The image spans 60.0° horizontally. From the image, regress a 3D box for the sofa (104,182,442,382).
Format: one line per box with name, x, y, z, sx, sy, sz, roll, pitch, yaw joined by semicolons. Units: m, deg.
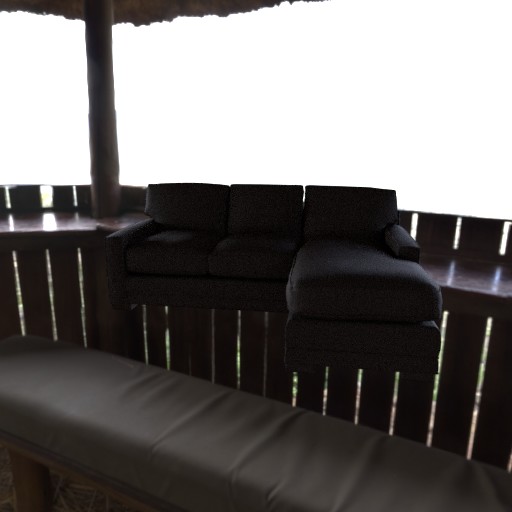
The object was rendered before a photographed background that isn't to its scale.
sofa;0.000;0.000;3.379;2.370;0.973;1.790;2;14;8
